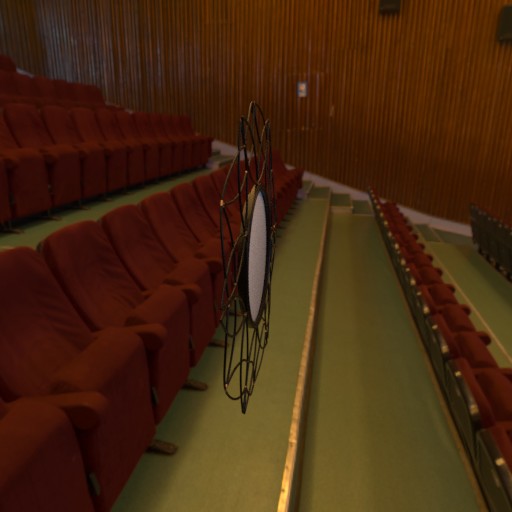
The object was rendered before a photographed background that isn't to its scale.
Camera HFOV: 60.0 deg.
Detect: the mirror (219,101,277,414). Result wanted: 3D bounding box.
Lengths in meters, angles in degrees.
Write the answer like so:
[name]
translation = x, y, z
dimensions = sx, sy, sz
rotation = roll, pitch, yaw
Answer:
[mirror]
translation = 0.000, 0.000, 1.173
dimensions = 0.028, 0.775, 0.797
rotation = 3, 16, 9
